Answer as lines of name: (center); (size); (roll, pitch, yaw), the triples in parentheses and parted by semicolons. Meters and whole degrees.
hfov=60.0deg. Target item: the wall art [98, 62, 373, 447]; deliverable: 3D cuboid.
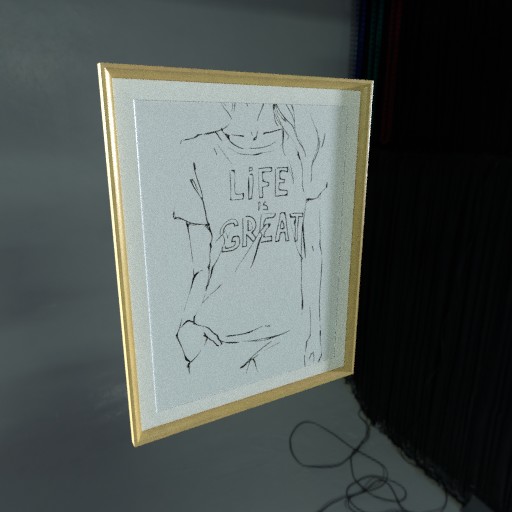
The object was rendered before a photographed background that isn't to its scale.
wall art: (0.000, 0.000, 1.308); (0.798, 1.002, 0.030); (-9, 18, -28)
